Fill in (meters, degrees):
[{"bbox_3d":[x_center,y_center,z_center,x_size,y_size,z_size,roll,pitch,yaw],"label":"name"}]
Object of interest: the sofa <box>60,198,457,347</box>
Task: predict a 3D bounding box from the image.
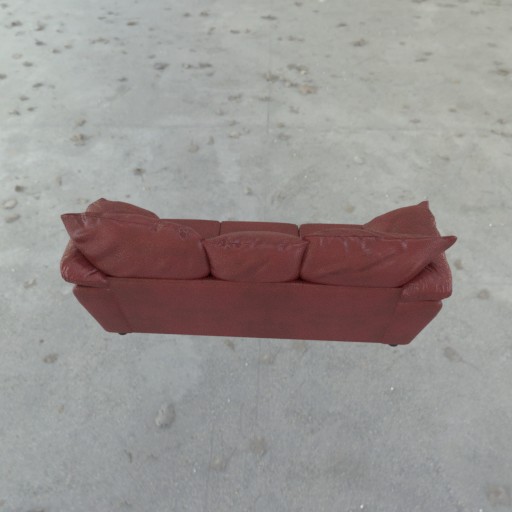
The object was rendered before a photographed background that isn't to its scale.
[{"bbox_3d":[0.000,0.000,2.978,2.390,1.091,0.907,2,46,2],"label":"sofa"}]
